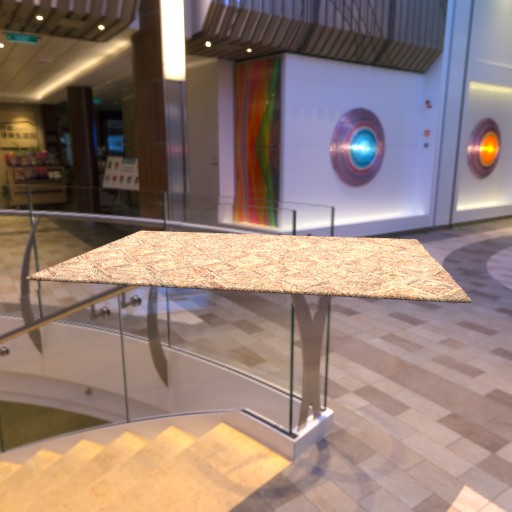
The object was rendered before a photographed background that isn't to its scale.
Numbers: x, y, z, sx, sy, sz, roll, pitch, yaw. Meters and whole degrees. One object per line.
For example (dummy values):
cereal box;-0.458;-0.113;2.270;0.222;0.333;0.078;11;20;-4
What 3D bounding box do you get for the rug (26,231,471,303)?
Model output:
rug;0.000;0.000;2.250;1.761;0.014;1.143;2;13;10
